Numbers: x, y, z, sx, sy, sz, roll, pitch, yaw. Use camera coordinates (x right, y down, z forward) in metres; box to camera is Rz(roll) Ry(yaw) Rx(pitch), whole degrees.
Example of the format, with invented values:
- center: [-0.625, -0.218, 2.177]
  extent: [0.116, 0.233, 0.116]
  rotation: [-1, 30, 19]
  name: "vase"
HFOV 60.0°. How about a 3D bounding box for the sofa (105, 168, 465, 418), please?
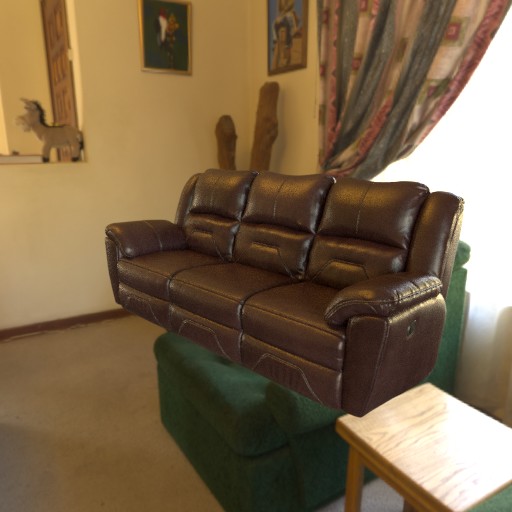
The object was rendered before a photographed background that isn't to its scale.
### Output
- center: [0.000, 0.000, 2.888]
  extent: [2.337, 1.043, 0.991]
  rotation: [14, 20, 42]
  name: "sofa"
